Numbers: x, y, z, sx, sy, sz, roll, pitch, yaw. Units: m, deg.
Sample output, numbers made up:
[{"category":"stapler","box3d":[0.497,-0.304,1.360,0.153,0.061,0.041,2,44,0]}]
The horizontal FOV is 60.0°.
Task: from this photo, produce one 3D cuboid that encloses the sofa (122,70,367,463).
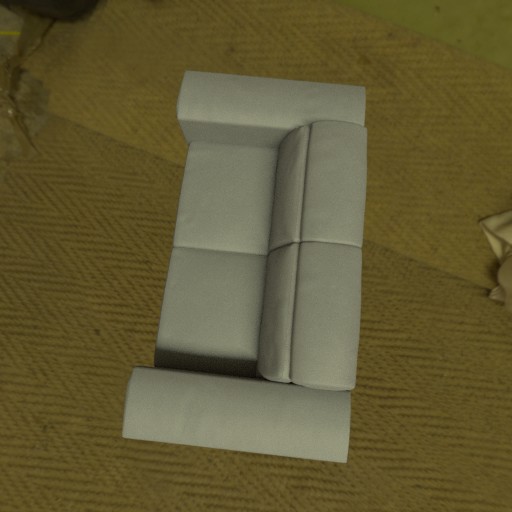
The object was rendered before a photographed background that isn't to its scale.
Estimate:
[{"category":"sofa","box3d":[0.000,0.000,2.367,1.003,0.779,1.895,6,75,2]}]
